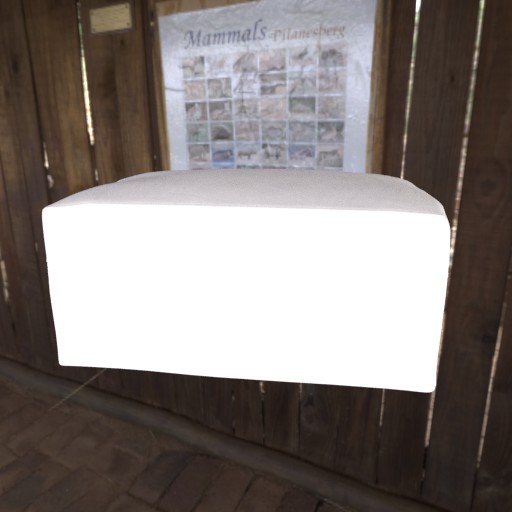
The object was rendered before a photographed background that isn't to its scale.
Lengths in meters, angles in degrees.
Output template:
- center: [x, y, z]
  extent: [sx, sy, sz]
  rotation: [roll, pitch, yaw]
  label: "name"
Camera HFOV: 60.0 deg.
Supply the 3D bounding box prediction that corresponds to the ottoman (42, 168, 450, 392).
- center: [0.000, 0.000, 1.200]
  extent: [0.872, 0.444, 0.590]
  rotation: [2, 16, 7]
  label: "ottoman"
